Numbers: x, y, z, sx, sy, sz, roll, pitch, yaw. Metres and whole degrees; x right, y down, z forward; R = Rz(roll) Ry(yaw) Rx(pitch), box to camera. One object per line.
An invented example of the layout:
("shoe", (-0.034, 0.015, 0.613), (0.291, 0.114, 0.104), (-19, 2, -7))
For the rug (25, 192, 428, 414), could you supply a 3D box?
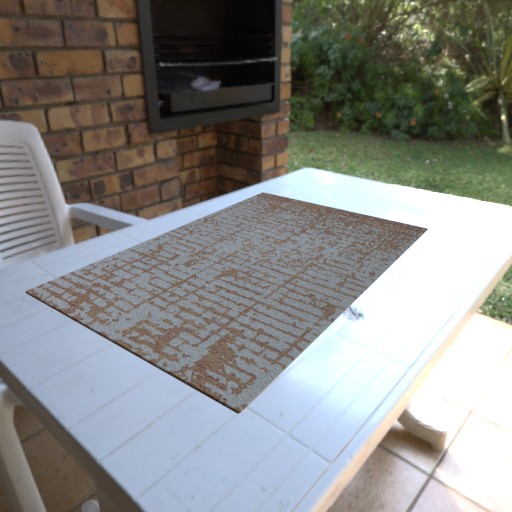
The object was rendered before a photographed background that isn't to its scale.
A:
("rug", (0.000, 0.000, 2.318), (1.219, 0.011, 1.829), (18, 31, 32))
